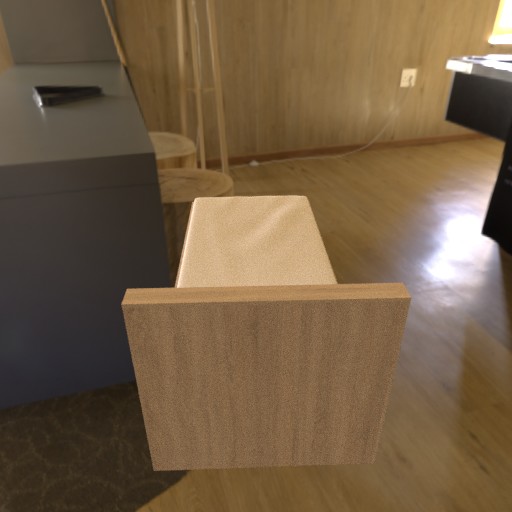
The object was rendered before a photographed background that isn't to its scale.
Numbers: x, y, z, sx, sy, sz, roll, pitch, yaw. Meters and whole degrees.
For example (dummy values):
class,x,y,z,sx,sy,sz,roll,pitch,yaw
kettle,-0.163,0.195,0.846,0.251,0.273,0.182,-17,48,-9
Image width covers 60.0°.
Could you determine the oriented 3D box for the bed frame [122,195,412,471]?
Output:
class,x,y,z,sx,sy,sz,roll,pitch,yaw
bed frame,0.000,0.000,2.664,0.990,0.920,2.140,-1,31,-2
